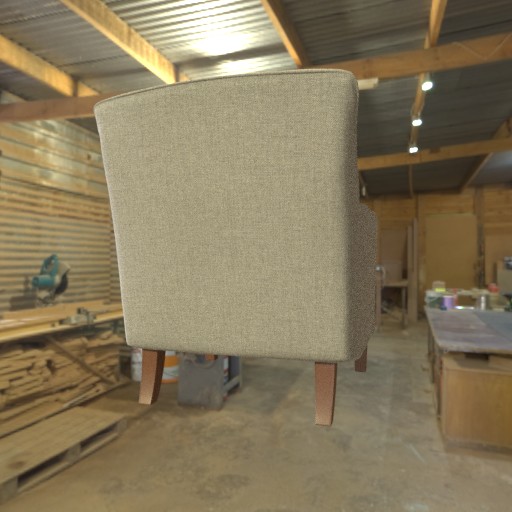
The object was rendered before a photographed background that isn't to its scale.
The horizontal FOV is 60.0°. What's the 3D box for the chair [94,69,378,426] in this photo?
[{"bbox_3d":[0.000,0.000,1.746,0.887,1.047,0.993,0,0,18],"label":"chair"}]
